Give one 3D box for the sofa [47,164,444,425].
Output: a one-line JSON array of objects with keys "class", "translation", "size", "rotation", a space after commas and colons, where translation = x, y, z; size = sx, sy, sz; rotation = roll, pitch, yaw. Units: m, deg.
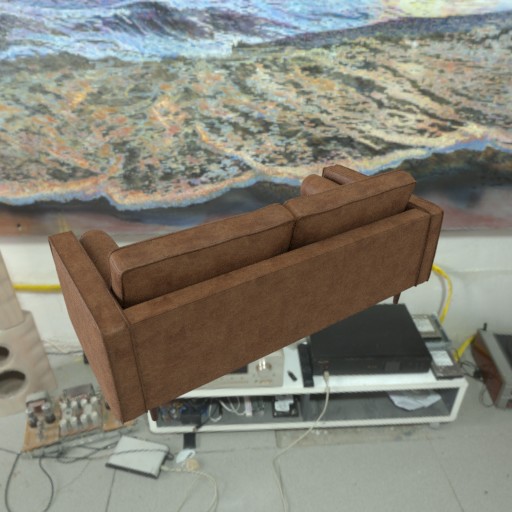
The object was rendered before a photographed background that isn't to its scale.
[{"class": "sofa", "translation": [0.000, 0.000, 2.413], "size": [1.920, 0.825, 0.924], "rotation": [-19, 36, -28]}]
